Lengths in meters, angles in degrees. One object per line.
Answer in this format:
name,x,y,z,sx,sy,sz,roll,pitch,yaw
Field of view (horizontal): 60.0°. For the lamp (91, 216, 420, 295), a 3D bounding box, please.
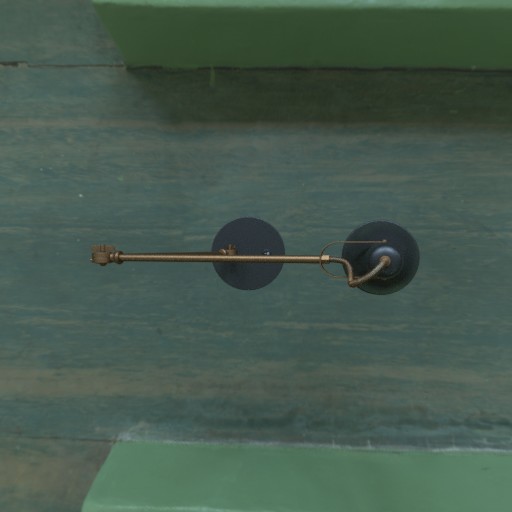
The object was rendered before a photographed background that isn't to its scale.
lamp,0.000,0.000,0.862,0.561,0.587,0.187,0,91,2
